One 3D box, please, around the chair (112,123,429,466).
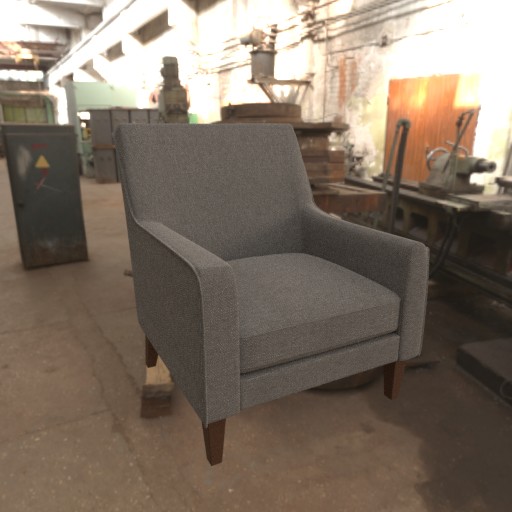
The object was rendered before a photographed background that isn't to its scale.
[{"bbox_3d":[0.000,0.000,1.588,0.780,0.919,0.899,-8,18,-27],"label":"chair"}]
